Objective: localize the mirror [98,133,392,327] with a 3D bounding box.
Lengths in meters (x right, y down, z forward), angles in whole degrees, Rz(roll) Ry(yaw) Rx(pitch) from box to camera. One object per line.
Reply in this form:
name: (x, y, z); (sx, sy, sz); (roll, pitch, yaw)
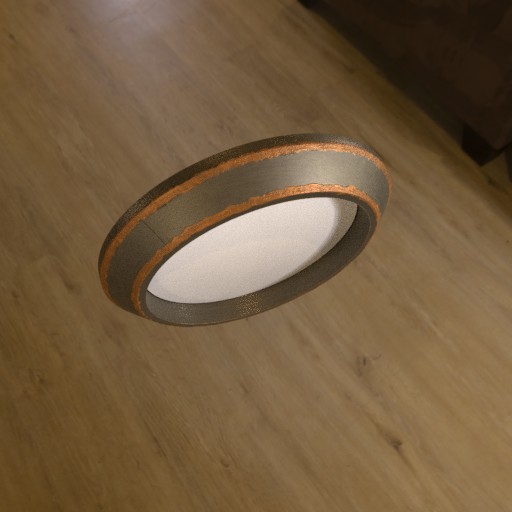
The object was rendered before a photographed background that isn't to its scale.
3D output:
mirror: (0.000, 0.000, 1.356); (0.907, 0.907, 0.111); (-18, 65, -9)
